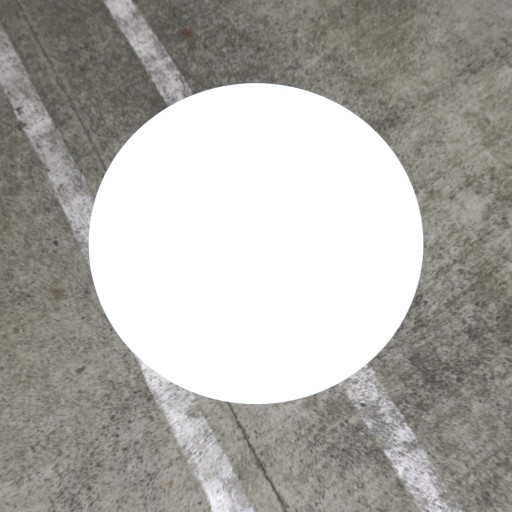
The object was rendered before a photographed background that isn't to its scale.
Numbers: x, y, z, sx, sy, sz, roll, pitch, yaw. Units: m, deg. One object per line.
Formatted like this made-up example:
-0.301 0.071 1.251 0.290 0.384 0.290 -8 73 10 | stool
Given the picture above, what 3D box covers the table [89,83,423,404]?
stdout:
0.000 0.000 0.990 0.600 0.400 0.600 0 76 0 | table
